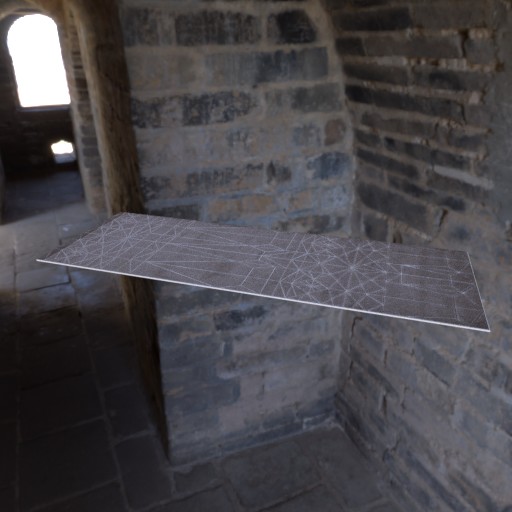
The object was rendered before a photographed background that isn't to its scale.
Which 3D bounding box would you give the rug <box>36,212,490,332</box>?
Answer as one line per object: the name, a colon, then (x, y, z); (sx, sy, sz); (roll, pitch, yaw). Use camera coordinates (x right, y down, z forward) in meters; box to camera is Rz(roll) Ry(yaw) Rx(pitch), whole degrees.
rug: (0.000, 0.000, 2.608); (2.388, 0.012, 0.864); (8, 26, 16)
